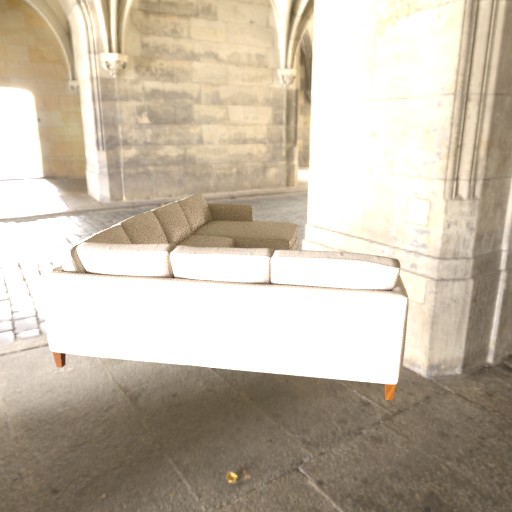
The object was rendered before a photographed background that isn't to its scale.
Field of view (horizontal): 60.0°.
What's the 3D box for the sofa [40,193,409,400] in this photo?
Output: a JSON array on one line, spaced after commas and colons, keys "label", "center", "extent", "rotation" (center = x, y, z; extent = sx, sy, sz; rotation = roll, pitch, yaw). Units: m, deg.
[{"label": "sofa", "center": [0.000, 0.000, 4.648], "extent": [2.594, 0.961, 3.460], "rotation": [3, 16, 10]}]
